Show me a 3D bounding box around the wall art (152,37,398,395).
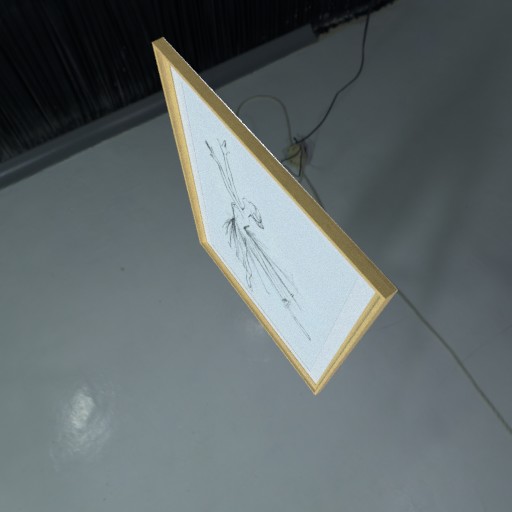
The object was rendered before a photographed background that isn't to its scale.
[{"bbox_3d":[0.000,0.000,1.355,0.030,1.002,0.798,-33,68,-15],"label":"wall art"}]
